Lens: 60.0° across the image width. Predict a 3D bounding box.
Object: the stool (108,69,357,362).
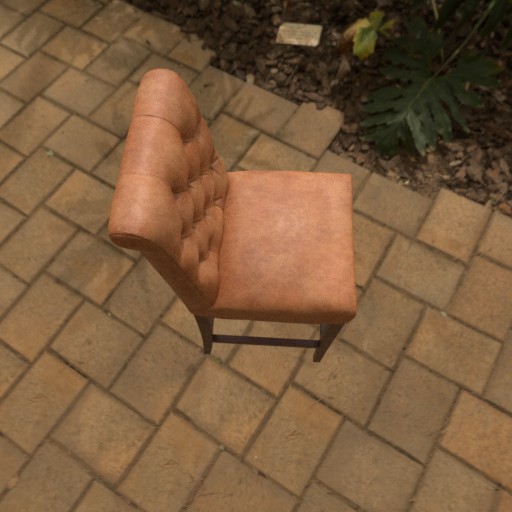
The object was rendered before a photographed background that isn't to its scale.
[{"bbox_3d":[0.000,0.000,1.480,0.601,1.140,0.493,3,66,1],"label":"stool"}]
